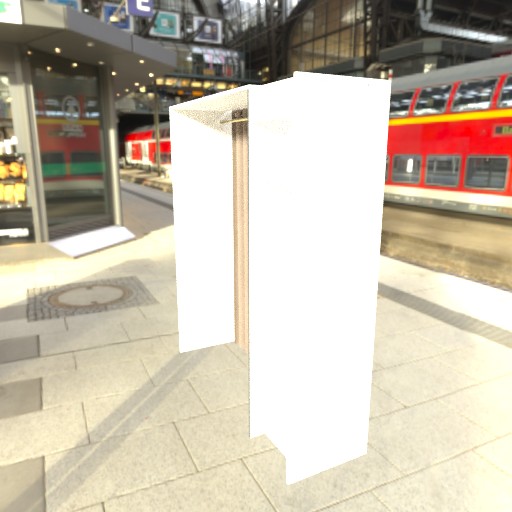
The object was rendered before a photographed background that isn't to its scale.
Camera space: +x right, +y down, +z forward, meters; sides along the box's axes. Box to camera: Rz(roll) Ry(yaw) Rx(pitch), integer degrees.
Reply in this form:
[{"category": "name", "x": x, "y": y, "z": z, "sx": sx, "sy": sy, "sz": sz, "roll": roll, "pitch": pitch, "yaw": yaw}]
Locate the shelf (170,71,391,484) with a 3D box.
[{"category": "shelf", "x": 0.000, "y": 0.000, "z": 2.675, "sx": 0.500, "sy": 1.820, "sz": 1.600, "roll": -7, "pitch": 15, "yaw": -27}]
